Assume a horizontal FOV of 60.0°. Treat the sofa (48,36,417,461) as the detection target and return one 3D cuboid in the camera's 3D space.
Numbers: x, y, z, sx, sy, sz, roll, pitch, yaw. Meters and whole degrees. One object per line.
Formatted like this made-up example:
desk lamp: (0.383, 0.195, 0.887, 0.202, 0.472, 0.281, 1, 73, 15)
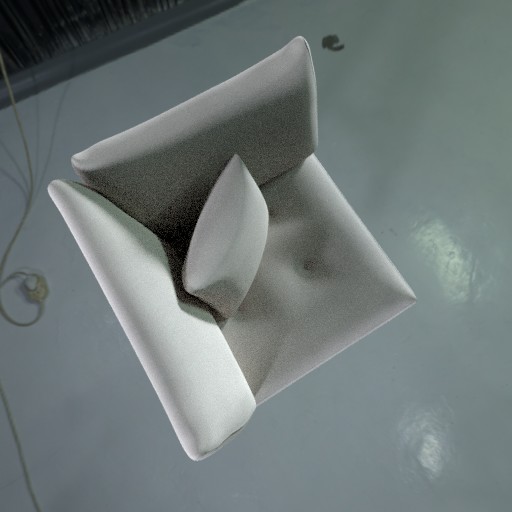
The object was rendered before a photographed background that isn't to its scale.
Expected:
sofa: (0.000, 0.000, 1.704, 1.000, 0.820, 1.000, -31, 77, -8)
